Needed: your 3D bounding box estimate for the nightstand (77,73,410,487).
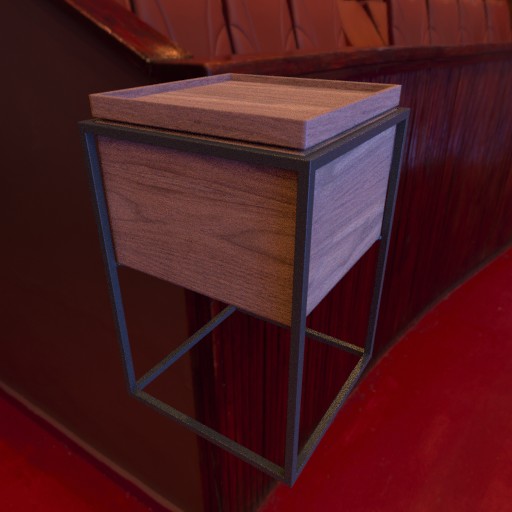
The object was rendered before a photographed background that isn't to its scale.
[{"bbox_3d":[0.000,0.000,0.856,0.397,0.607,0.397,17,32,28],"label":"nightstand"}]
